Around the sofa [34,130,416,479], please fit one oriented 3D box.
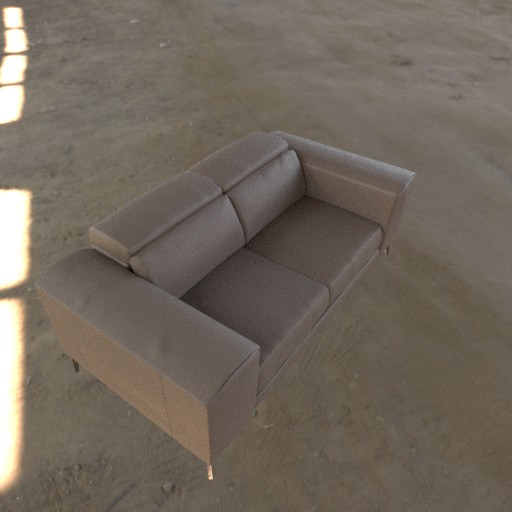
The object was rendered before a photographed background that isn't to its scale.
[{"bbox_3d":[0.000,0.000,2.381,1.003,0.779,1.895,25,46,27],"label":"sofa"}]
